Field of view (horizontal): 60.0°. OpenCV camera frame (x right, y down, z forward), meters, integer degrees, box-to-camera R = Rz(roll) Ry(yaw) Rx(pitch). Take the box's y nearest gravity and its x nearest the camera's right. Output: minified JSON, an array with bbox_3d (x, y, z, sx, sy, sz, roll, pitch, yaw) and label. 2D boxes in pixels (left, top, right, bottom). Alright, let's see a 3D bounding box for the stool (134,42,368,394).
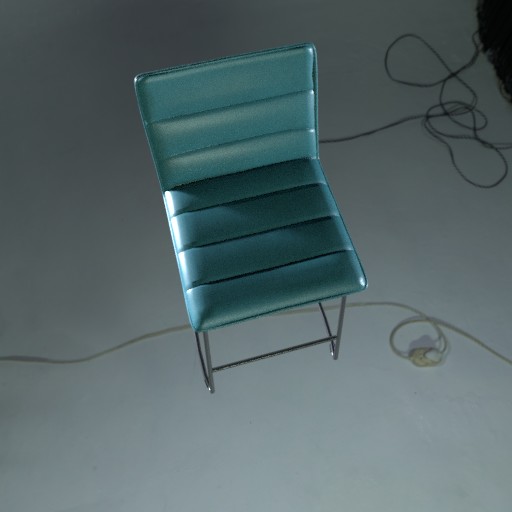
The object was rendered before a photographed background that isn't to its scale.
[{"bbox_3d":[0.000,0.000,1.229,0.489,0.936,0.524,-14,66,-6],"label":"stool"}]
